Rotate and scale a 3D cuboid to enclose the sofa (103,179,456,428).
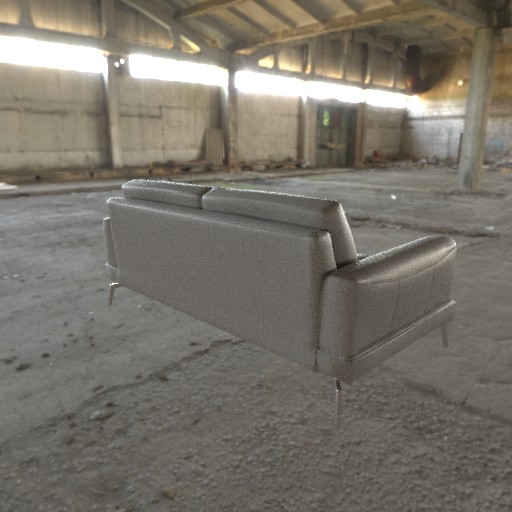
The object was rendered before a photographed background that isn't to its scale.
[{"bbox_3d":[0.000,0.000,2.840,1.121,0.930,2.177,-14,20,-43],"label":"sofa"}]
